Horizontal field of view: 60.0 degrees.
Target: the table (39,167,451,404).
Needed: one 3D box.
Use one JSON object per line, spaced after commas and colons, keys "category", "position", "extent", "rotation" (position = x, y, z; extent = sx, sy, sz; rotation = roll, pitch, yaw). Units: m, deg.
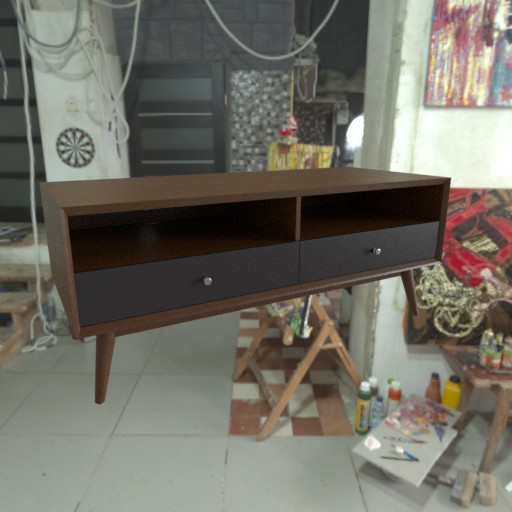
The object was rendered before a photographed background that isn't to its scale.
{"category": "table", "position": [0.000, 0.000, 1.366], "extent": [1.119, 0.464, 0.490], "rotation": [-9, 18, -28]}
